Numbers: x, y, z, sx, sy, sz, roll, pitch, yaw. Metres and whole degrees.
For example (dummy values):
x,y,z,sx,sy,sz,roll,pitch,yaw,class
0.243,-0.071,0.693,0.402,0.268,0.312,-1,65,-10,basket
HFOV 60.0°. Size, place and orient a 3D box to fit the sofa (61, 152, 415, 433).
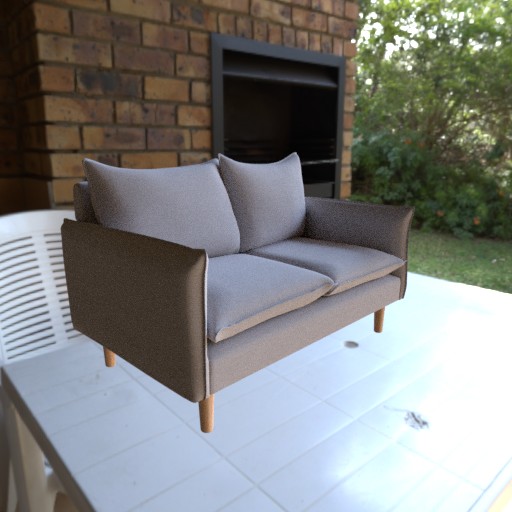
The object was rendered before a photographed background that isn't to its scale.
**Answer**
x,y,z,sx,sy,sz,roll,pitch,yaw,class
0.000,0.000,1.871,0.820,0.840,1.300,13,19,43,sofa
